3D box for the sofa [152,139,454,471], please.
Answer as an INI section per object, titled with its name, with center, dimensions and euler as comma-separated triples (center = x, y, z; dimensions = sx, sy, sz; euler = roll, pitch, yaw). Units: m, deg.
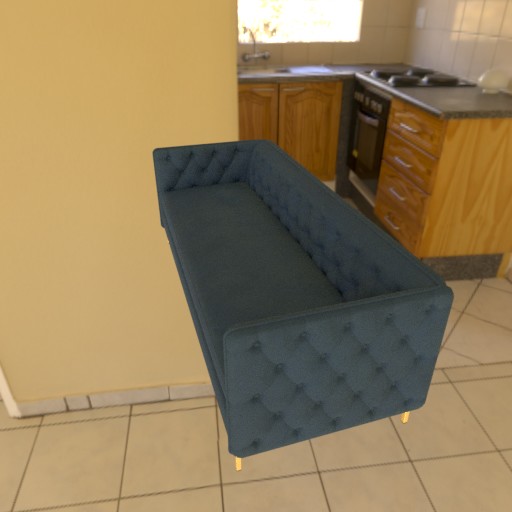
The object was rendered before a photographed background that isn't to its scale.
[sofa]
center = 0.000, 0.000, 2.595
dimensions = 0.895, 0.771, 2.209
euler = -9, 31, -15
